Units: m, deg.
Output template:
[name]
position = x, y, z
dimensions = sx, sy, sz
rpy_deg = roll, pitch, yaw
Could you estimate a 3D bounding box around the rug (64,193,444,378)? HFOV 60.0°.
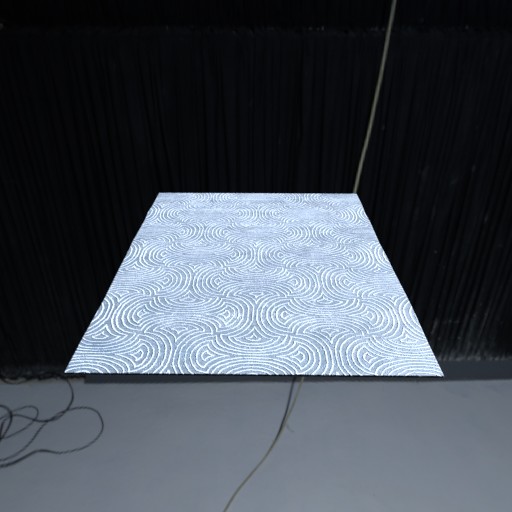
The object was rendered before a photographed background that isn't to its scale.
[rug]
position = 0.000, 0.000, 4.153
dimensions = 2.456, 0.021, 3.042
rpy_deg = 0, 30, 1
